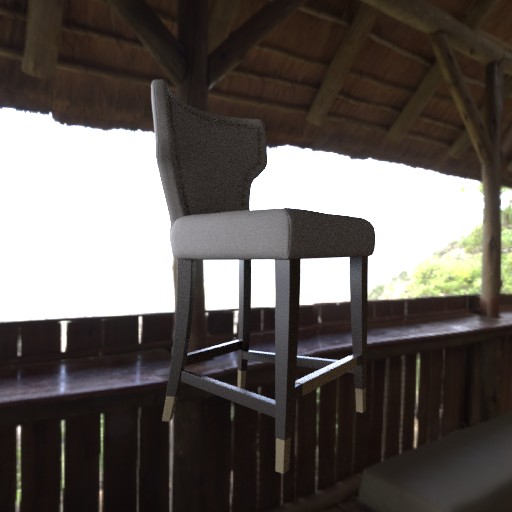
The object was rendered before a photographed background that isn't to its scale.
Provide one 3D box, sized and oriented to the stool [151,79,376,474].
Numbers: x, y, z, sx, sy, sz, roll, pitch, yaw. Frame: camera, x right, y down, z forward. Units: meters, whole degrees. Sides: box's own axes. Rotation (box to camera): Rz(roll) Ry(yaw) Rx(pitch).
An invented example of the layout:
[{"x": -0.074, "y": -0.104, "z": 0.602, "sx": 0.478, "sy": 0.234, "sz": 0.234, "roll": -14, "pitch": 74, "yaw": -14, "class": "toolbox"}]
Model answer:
[{"x": 0.000, "y": 0.000, "z": 1.342, "sx": 0.563, "sy": 0.982, "sz": 0.527, "roll": 1, "pitch": 1, "yaw": 36, "class": "stool"}]
